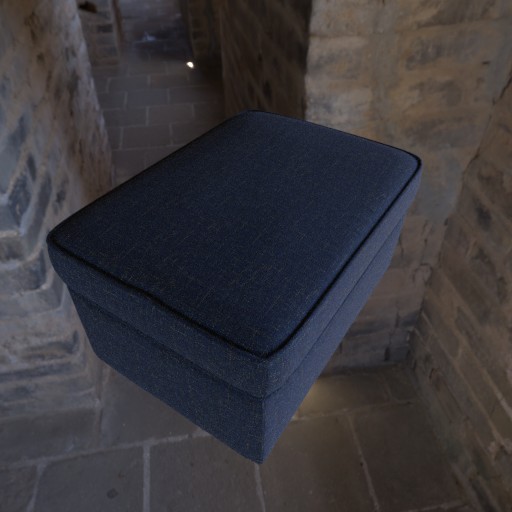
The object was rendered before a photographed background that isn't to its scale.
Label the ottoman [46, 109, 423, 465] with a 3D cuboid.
[{"bbox_3d":[0.000,0.000,1.090,0.549,0.450,0.749,24,47,24],"label":"ottoman"}]
